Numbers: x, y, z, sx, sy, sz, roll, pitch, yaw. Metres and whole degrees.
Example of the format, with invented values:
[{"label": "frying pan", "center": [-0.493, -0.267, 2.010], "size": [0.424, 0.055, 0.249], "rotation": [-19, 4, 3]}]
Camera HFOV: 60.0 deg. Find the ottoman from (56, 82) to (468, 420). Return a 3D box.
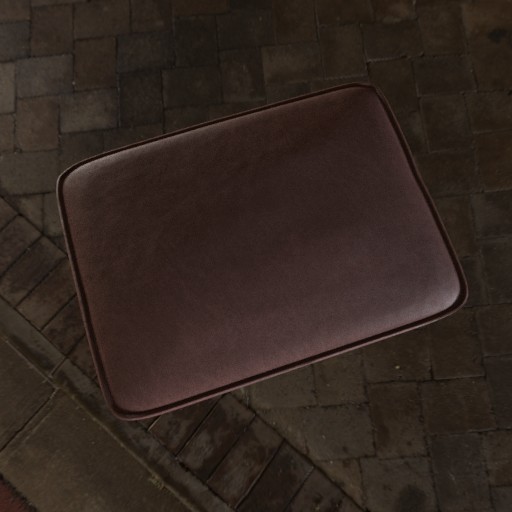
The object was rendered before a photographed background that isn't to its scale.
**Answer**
[{"label": "ottoman", "center": [0.000, 0.000, 1.074], "size": [0.749, 0.449, 0.548], "rotation": [-18, 77, -4]}]
